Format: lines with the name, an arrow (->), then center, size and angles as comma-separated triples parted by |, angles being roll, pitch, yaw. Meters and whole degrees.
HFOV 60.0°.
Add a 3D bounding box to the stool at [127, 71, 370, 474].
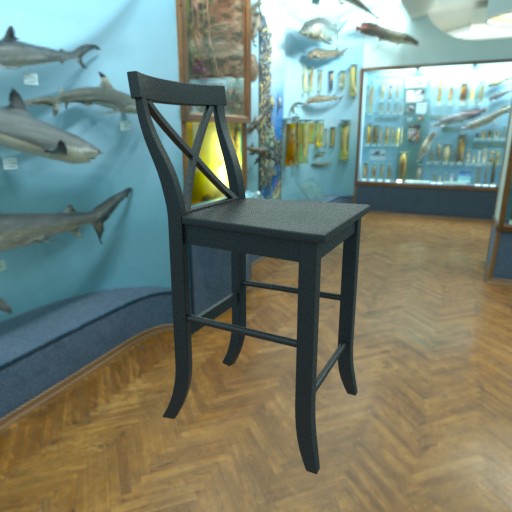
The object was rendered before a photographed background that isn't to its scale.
stool -> 0.000, 0.000, 1.302 | 0.559, 0.989, 0.452 | 8, 18, 26
